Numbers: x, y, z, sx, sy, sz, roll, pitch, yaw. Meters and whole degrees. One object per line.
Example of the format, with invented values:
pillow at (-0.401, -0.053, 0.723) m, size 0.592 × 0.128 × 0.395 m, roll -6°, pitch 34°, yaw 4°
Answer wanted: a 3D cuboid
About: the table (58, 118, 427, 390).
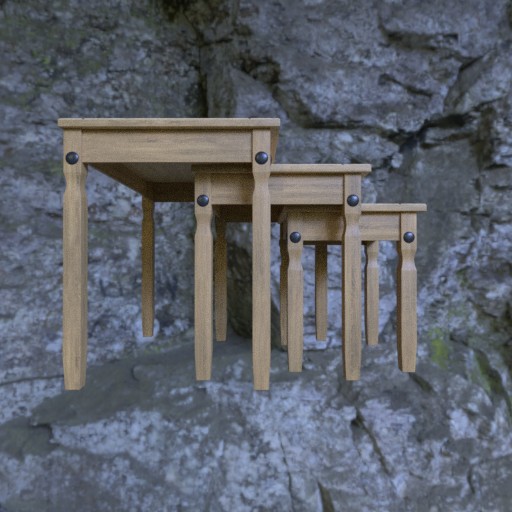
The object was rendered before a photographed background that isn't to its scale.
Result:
table at (0.000, 0.000, 1.193) m, size 0.773 × 0.535 × 0.660 m, roll 0°, pitch 0°, yaw 0°
